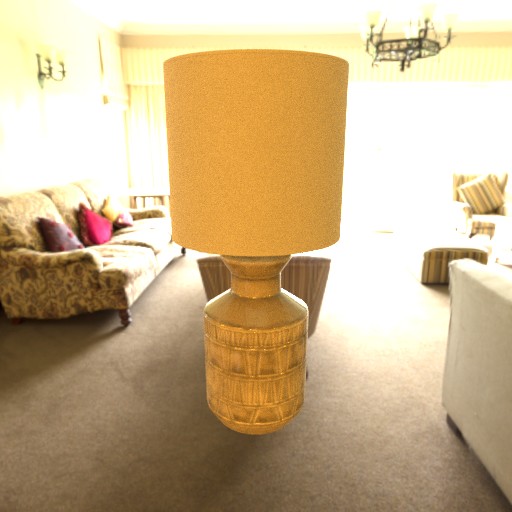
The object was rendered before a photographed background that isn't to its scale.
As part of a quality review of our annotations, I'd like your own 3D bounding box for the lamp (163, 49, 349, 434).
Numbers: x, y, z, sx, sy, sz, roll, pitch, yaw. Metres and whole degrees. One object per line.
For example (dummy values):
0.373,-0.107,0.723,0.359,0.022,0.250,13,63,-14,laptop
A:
0.000,0.000,0.572,0.211,0.455,0.211,14,20,41,lamp
